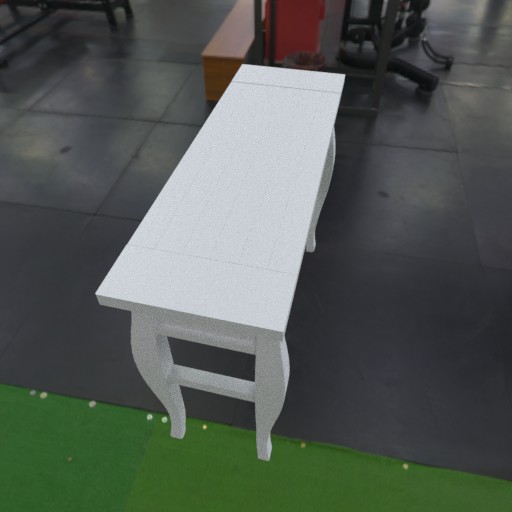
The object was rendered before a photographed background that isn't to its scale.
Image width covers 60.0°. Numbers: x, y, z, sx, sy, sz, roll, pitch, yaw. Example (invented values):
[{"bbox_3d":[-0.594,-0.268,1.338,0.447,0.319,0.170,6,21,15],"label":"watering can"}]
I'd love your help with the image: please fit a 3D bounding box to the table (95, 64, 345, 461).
[{"bbox_3d":[0.000,0.000,1.427,0.373,0.768,1.062,10,47,10],"label":"table"}]
